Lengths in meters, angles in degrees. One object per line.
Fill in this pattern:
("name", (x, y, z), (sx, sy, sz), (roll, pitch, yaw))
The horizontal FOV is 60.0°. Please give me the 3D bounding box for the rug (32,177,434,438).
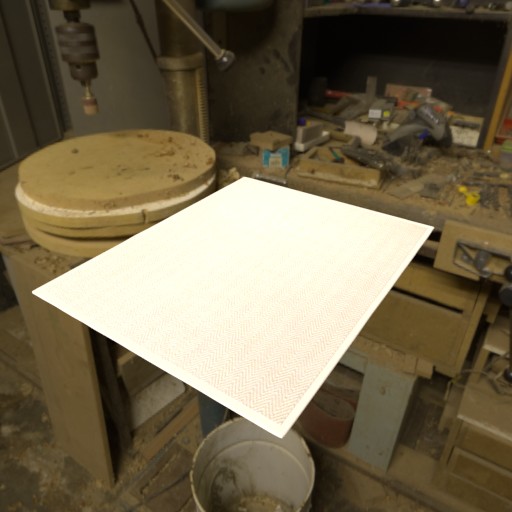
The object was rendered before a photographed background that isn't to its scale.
("rug", (0.000, 0.000, 4.109), (2.423, 0.019, 3.009), (20, 37, 29))
